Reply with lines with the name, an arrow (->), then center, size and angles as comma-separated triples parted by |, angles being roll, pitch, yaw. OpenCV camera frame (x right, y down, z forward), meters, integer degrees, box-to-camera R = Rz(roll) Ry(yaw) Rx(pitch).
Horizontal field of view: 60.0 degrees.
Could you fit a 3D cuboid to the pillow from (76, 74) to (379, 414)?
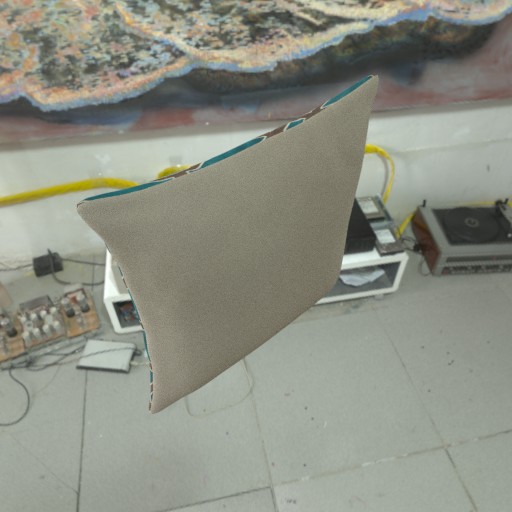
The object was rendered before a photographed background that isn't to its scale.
pillow -> 0.000, 0.000, 0.782 | 0.526, 0.507, 0.166 | -32, 53, -28
